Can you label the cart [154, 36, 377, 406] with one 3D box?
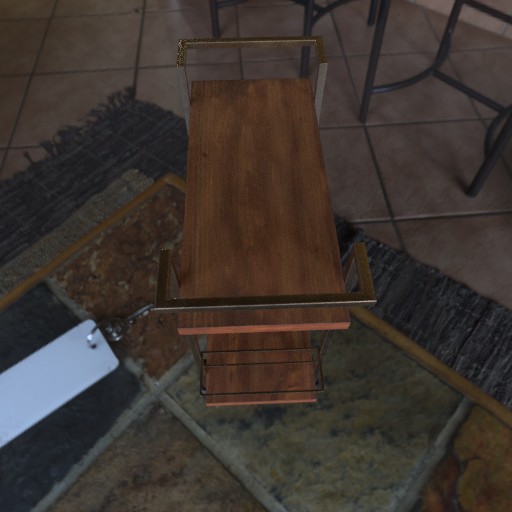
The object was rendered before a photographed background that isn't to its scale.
[{"bbox_3d":[0.000,0.000,1.180,0.364,0.807,0.695,-2,58,-1],"label":"cart"}]
